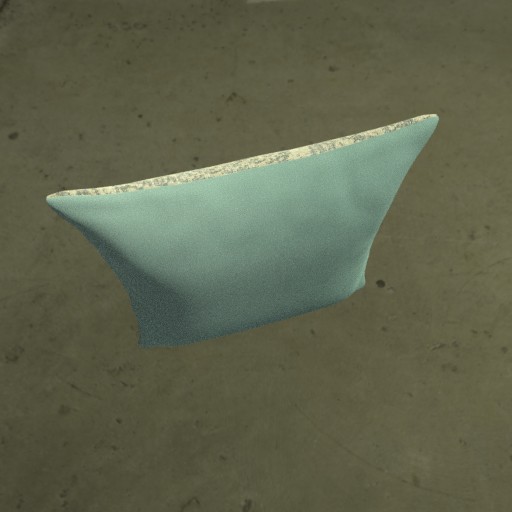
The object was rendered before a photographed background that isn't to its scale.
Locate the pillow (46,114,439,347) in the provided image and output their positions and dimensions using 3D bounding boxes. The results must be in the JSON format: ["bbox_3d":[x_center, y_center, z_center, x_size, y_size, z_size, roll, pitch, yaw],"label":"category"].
[{"bbox_3d":[0.000,0.000,0.782,0.526,0.507,0.166,-14,59,-9],"label":"pillow"}]
